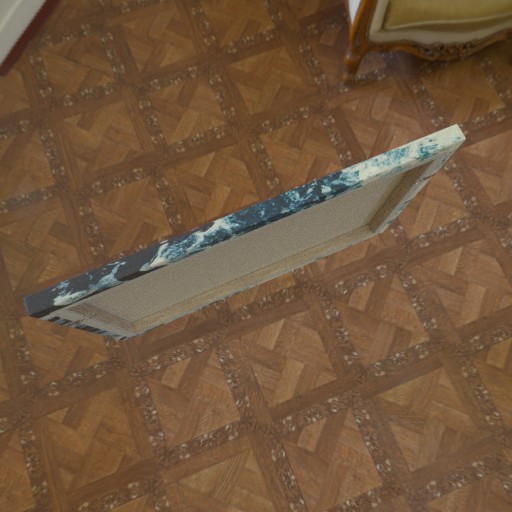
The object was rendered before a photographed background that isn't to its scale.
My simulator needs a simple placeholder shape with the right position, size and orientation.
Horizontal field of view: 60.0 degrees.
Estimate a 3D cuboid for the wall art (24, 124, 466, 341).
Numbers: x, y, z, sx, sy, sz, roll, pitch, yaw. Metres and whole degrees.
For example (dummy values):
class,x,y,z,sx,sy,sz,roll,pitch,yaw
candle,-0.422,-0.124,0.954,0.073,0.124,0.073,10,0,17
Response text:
class,x,y,z,sx,sy,sz,roll,pitch,yaw
wall art,0.000,0.000,1.148,0.915,0.610,0.042,-22,76,-6
